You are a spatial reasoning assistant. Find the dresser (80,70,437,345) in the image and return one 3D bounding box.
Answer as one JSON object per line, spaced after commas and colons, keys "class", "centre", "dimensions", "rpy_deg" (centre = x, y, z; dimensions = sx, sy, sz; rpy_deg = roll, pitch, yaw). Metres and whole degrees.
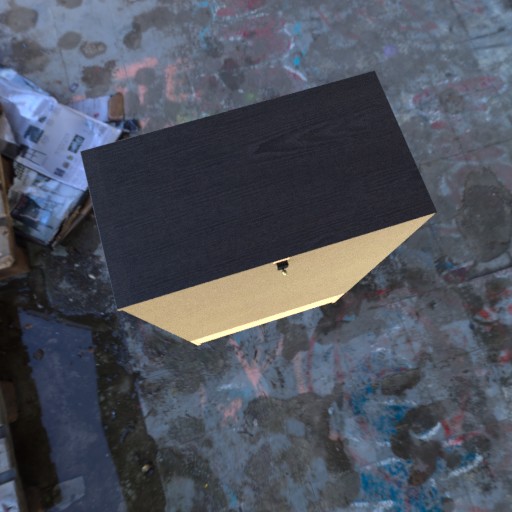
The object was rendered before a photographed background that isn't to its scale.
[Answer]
{"class": "dresser", "centre": [0.000, 0.000, 1.575], "dimensions": [0.704, 1.254, 0.418], "rpy_deg": [-17, 76, -4]}
